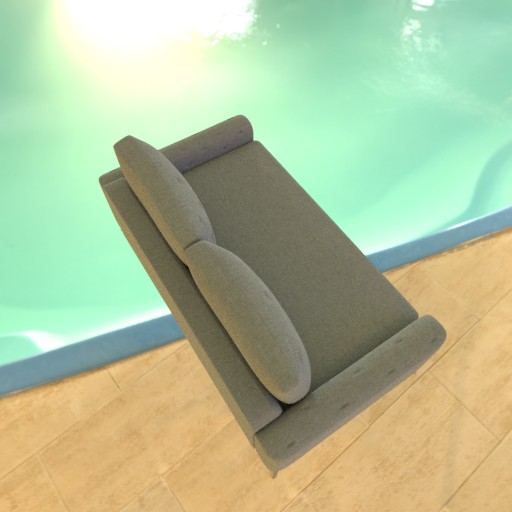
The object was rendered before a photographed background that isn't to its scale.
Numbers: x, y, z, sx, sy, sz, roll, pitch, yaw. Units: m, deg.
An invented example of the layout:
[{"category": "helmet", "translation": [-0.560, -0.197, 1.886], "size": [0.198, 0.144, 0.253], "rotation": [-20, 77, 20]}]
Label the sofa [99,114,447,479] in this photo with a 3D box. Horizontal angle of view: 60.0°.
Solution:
[{"category": "sofa", "translation": [0.000, 0.000, 2.133], "size": [0.920, 0.790, 1.650], "rotation": [-29, 63, -17]}]
